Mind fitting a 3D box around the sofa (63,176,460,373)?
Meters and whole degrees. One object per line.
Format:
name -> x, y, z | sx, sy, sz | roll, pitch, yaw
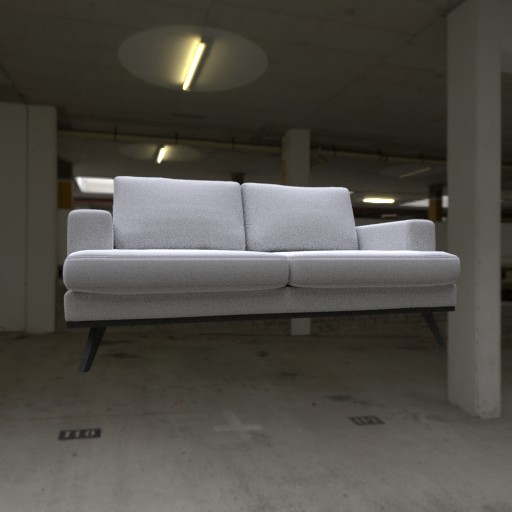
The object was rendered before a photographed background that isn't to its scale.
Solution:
sofa -> 0.000, 0.000, 2.159 | 1.650, 0.810, 0.920 | 0, 0, -18
